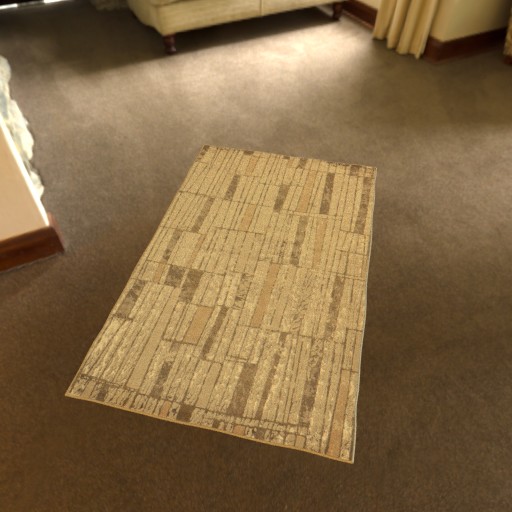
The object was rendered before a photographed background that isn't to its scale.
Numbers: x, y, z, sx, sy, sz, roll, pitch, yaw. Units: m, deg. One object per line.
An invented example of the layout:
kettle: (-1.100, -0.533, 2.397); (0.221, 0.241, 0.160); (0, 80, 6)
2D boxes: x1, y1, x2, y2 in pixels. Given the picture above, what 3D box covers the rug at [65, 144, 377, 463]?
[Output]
rug: (0.000, 0.000, 3.048); (1.531, 0.023, 2.444); (10, 48, 9)
